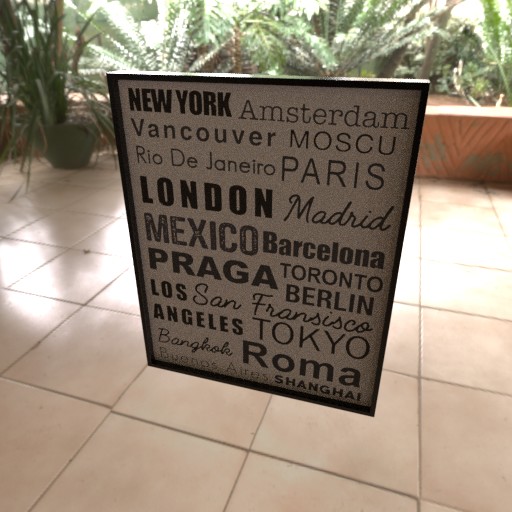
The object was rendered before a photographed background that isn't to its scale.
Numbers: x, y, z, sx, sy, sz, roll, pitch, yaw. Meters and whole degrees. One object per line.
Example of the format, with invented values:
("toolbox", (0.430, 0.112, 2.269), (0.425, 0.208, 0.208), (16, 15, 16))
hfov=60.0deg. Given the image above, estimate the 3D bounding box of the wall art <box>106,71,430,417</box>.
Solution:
("wall art", (0.000, 0.000, 0.729), (0.448, 0.551, 0.038), (8, 28, 15))
